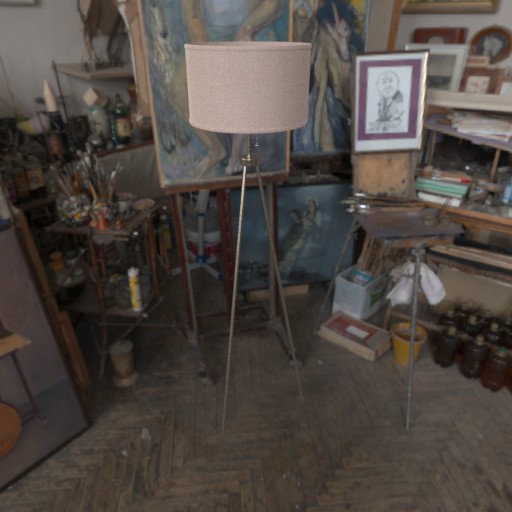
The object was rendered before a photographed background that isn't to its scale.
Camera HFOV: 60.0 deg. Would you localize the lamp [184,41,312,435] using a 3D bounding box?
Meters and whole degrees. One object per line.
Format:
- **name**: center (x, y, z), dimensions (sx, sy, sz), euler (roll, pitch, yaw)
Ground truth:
- **lamp**: center (0.000, 0.000, 1.786), dimensions (0.460, 1.545, 0.449), euler (0, 27, 0)
